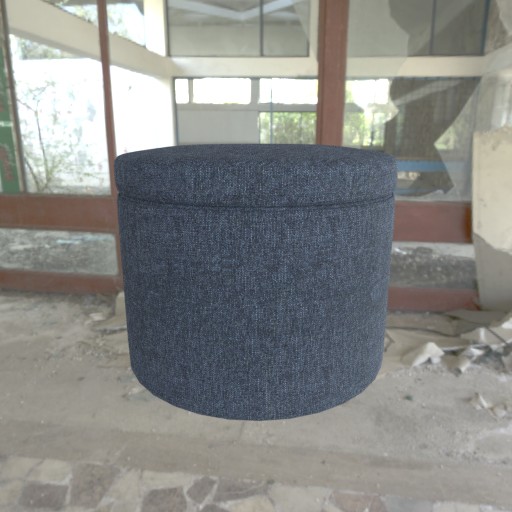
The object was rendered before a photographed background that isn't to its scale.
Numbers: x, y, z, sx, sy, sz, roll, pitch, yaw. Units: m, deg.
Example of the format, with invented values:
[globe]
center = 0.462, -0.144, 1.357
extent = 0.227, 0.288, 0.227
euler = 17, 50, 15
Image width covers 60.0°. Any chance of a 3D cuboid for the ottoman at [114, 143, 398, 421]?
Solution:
[ottoman]
center = 0.000, 0.000, 0.859
extent = 0.500, 0.419, 0.500
euler = 0, 15, 0
